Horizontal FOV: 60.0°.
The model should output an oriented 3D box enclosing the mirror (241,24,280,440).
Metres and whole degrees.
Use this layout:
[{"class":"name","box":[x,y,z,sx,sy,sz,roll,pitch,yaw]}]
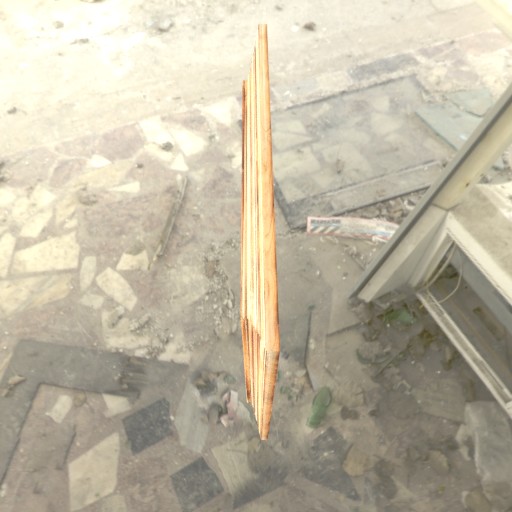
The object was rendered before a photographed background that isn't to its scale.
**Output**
[{"class":"mirror","box":[0.000,0.000,1.192,0.061,0.804,0.804,-1,59,0]}]
